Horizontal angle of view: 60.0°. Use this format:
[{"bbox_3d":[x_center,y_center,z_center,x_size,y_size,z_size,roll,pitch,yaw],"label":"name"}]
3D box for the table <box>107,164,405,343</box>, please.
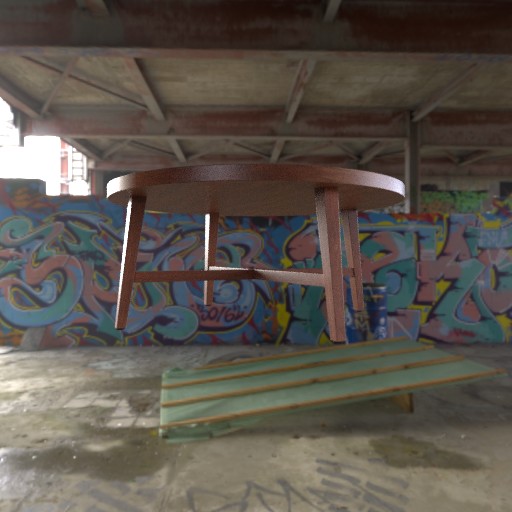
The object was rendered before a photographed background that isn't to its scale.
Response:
[{"bbox_3d":[0.000,0.000,1.258,0.800,0.360,0.800,0,0,0],"label":"table"}]
